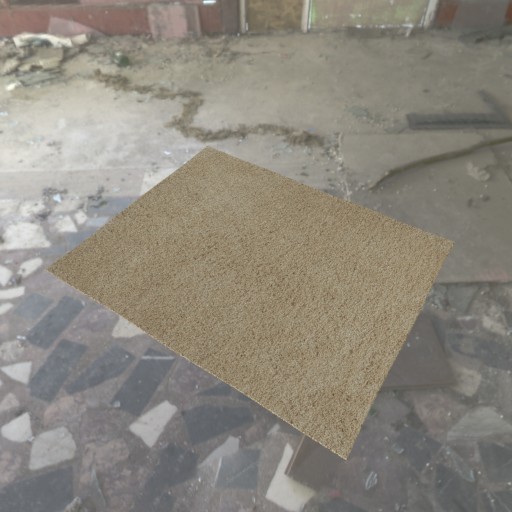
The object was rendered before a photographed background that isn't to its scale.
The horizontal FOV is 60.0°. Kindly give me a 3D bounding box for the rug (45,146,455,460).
[{"bbox_3d":[0.000,0.000,4.147,3.000,0.025,2.400,26,52,22],"label":"rug"}]
